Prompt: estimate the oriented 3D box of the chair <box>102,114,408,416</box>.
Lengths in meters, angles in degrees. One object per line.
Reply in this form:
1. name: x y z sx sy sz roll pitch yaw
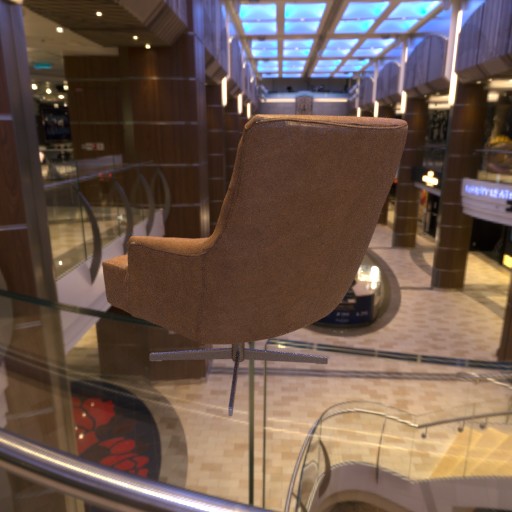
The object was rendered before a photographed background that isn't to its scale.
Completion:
1. chair: 0.000 0.000 1.487 0.729 0.869 0.874 -14 20 -41
